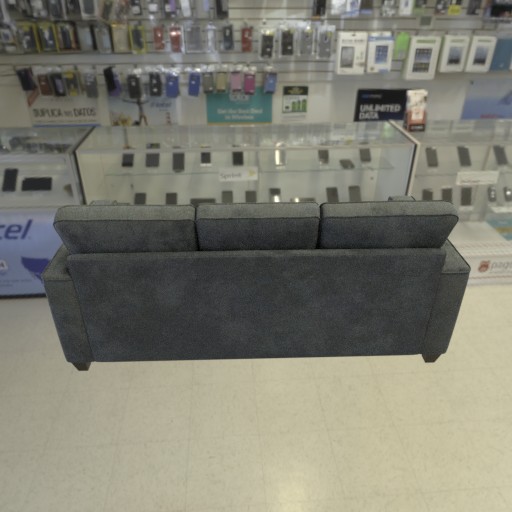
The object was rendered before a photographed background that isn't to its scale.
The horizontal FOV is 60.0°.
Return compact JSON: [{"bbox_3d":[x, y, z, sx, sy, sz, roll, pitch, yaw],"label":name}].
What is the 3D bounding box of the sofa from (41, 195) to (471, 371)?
[{"bbox_3d":[0.000,0.000,2.635,2.133,0.965,0.939,-1,31,-2],"label":"sofa"}]
